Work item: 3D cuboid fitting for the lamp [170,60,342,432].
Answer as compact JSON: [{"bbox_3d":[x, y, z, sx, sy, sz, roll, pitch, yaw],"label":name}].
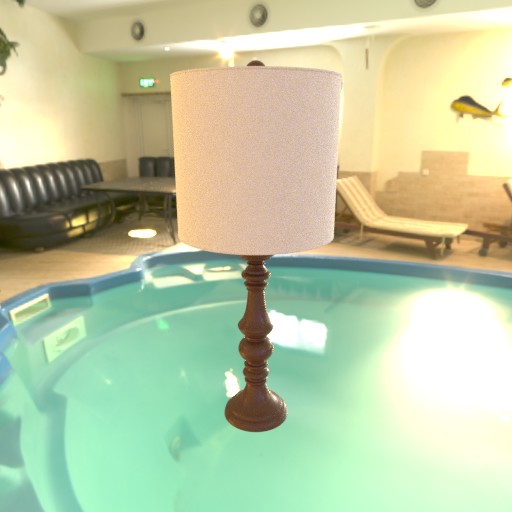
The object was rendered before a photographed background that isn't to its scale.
[{"bbox_3d":[0.000,0.000,0.733,0.250,0.597,0.250,3,17,9],"label":"lamp"}]
